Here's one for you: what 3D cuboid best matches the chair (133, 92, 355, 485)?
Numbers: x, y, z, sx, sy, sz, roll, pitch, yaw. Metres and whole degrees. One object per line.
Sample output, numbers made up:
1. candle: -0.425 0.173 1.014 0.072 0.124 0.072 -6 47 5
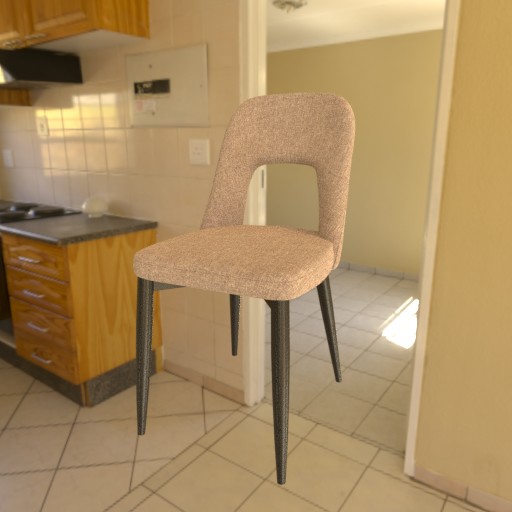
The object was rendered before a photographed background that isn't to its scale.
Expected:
1. chair: 0.000 0.000 1.272 0.470 0.931 0.612 7 16 25
